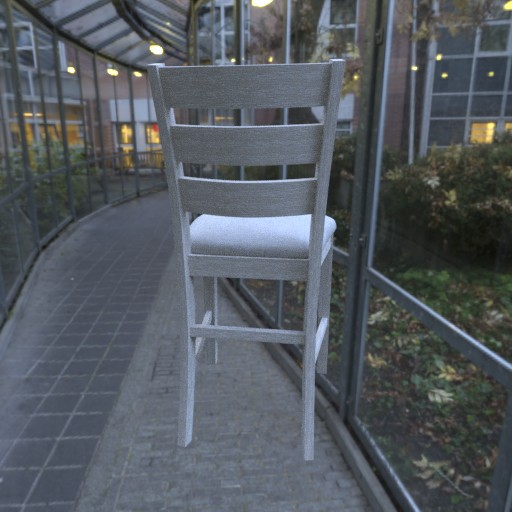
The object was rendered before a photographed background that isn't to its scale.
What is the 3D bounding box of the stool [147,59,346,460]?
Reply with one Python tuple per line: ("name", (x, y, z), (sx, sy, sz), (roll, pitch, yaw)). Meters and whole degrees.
("stool", (0.000, 0.000, 1.346), (0.484, 1.032, 0.569), (2, 15, 9))
